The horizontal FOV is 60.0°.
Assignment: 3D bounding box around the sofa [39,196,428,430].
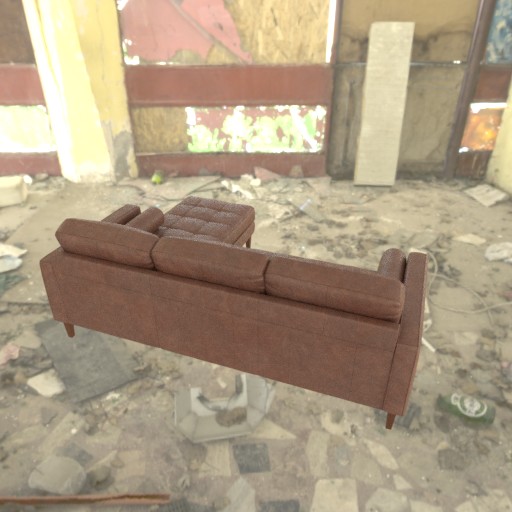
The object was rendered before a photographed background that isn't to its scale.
[{"bbox_3d":[0.000,0.000,3.017,2.185,0.841,1.613,11,32,18],"label":"sofa"}]
